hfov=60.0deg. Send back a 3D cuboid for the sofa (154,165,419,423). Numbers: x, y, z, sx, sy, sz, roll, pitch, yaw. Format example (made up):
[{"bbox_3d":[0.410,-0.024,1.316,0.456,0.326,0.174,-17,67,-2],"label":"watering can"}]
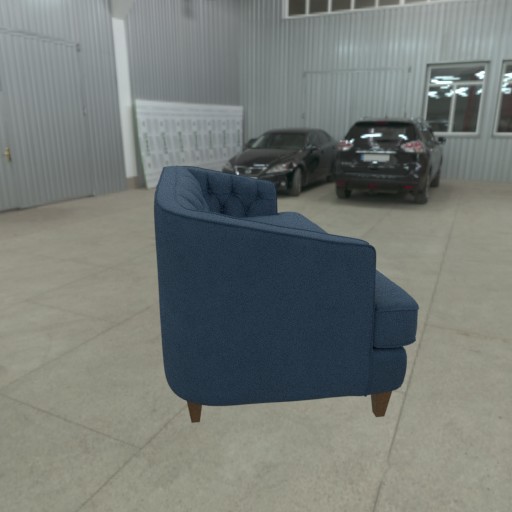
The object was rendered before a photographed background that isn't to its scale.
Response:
[{"bbox_3d":[0.000,0.000,2.297,0.941,0.854,1.733,-3,17,-9],"label":"sofa"}]
